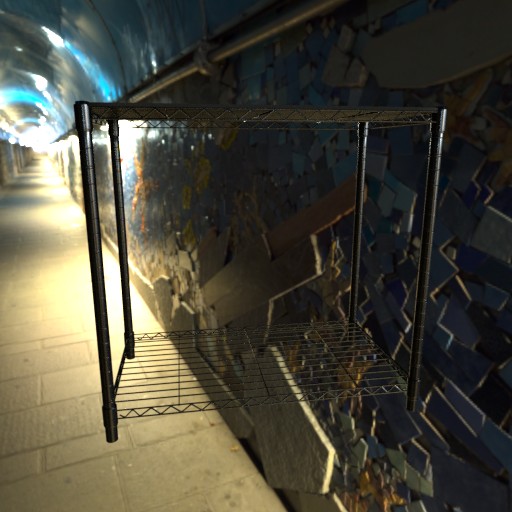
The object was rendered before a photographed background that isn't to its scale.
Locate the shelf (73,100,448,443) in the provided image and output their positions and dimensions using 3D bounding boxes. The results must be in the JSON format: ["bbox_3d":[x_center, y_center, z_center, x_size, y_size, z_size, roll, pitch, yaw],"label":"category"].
[{"bbox_3d":[0.000,0.000,0.906,0.589,0.564,0.338,-2,14,-9],"label":"shelf"}]
